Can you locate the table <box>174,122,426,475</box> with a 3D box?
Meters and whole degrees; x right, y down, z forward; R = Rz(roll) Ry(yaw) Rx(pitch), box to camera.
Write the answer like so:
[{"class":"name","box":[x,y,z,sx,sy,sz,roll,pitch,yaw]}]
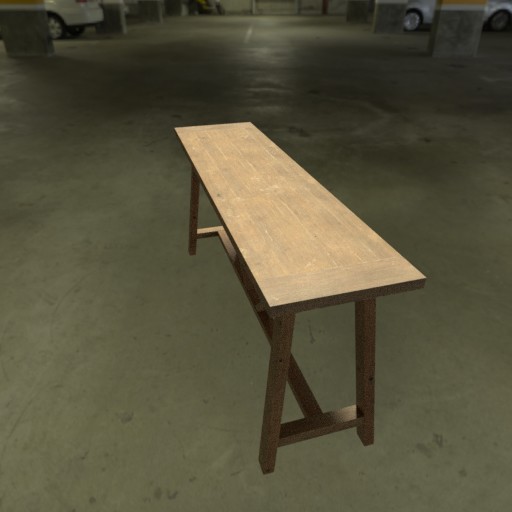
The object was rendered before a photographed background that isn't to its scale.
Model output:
[{"class":"table","box":[0.000,0.000,2.140,0.465,0.810,1.800,-9,32,-14]}]
